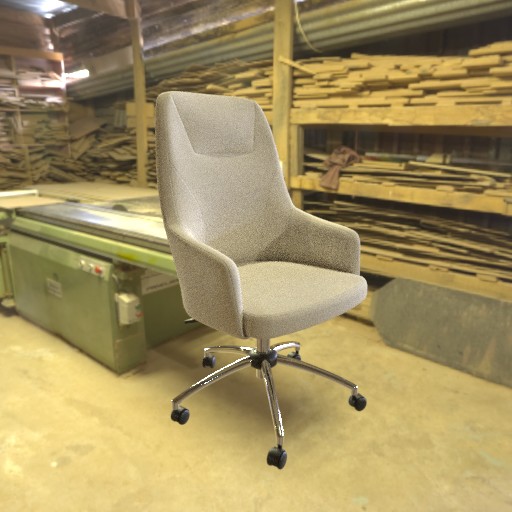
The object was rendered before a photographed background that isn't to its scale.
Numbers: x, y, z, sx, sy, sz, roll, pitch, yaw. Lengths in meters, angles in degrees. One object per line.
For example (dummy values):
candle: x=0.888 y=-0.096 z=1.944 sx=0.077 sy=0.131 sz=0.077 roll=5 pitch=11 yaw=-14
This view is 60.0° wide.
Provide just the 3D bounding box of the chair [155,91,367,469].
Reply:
chair: x=0.000 y=0.000 z=1.469 sx=0.620 sy=1.049 sz=0.640 roll=-13 pitch=19 yaw=-42
